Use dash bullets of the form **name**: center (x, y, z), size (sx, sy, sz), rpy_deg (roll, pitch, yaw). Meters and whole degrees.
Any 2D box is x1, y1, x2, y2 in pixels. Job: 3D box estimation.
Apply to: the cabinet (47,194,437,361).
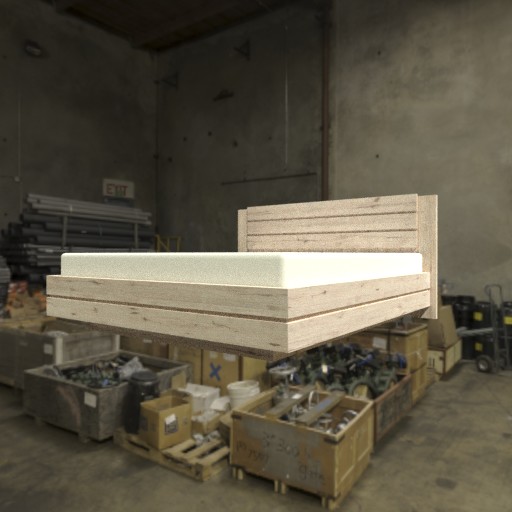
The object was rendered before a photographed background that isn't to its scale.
- **cabinet**: center (0.000, 0.000, 3.173), size (1.950, 0.970, 2.080), rpy_deg (0, 0, 37)
